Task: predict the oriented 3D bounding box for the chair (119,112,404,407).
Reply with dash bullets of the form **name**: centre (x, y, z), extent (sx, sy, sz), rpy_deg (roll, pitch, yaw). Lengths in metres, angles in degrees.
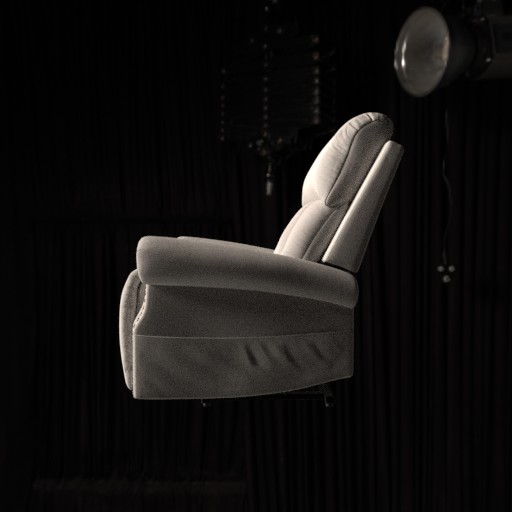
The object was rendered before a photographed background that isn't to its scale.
- **chair**: centre (0.000, 0.000, 1.811), extent (0.979, 1.031, 0.871), rpy_deg (0, 2, -1)
